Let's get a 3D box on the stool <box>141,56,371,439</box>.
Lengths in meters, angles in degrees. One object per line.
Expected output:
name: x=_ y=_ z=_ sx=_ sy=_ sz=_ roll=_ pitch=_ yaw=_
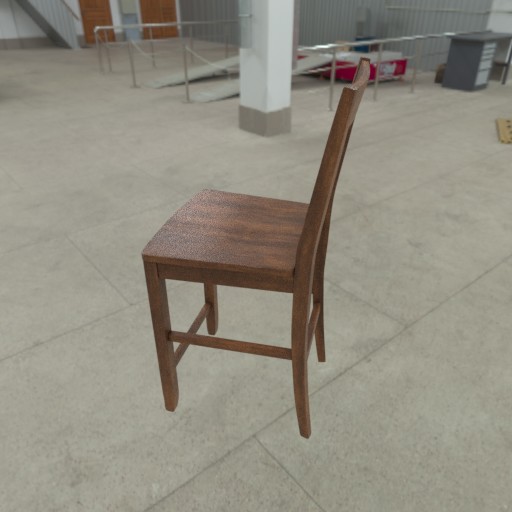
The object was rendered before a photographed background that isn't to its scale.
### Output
stool: x=0.000 y=0.000 z=1.347 sx=0.539 sy=1.079 sz=0.462 roll=8 pitch=32 yaw=13
